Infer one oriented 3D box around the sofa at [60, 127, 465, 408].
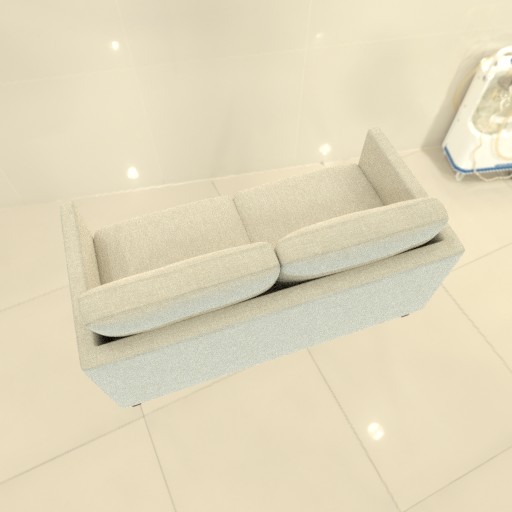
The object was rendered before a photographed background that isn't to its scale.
[{"bbox_3d":[0.000,0.000,2.428,1.838,0.963,0.950,-16,59,-10],"label":"sofa"}]
